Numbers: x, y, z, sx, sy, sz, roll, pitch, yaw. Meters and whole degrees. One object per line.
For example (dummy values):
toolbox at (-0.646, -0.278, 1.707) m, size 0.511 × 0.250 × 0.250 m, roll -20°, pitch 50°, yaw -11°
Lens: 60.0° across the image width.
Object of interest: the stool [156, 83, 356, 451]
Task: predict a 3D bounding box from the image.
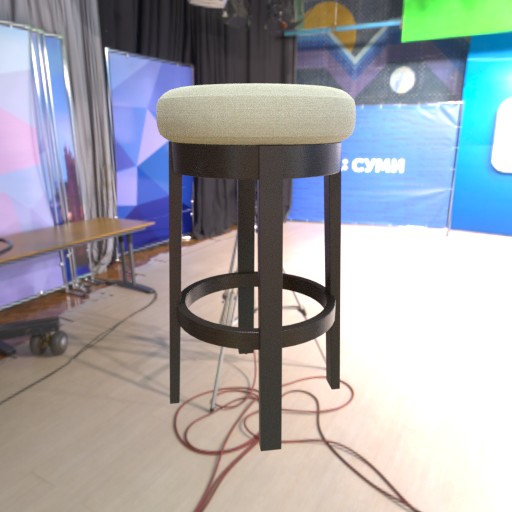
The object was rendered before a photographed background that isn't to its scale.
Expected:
stool at (0.000, 0.000, 1.064) m, size 0.446 × 0.758 × 0.446 m, roll 0°, pitch 17°, yaw 0°
